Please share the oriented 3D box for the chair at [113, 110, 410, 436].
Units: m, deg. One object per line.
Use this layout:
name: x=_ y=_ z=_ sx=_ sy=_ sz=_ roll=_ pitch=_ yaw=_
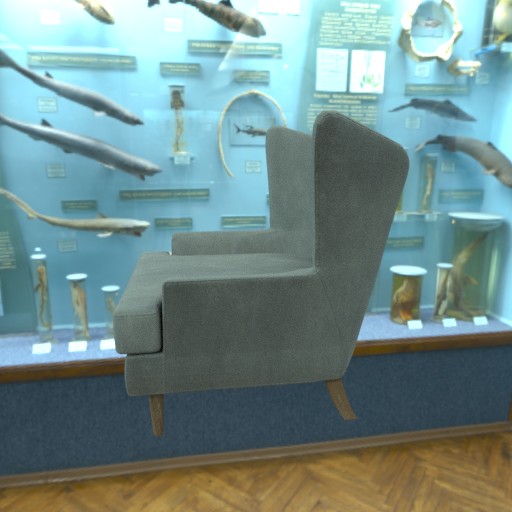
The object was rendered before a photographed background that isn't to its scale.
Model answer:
chair: x=0.000 y=0.000 z=1.608 sx=0.906 sy=0.950 sz=0.784 roll=-2 pitch=13 yaw=-8
